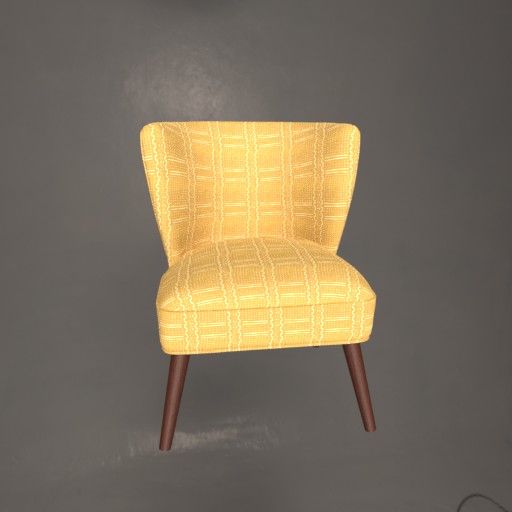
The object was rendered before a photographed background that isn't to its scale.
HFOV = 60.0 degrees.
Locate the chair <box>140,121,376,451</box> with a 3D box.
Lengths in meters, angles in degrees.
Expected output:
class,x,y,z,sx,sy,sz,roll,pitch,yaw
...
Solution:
class,x,y,z,sx,sy,sz,roll,pitch,yaw
chair,0.000,0.000,1.466,0.706,0.866,0.758,-2,16,-8
